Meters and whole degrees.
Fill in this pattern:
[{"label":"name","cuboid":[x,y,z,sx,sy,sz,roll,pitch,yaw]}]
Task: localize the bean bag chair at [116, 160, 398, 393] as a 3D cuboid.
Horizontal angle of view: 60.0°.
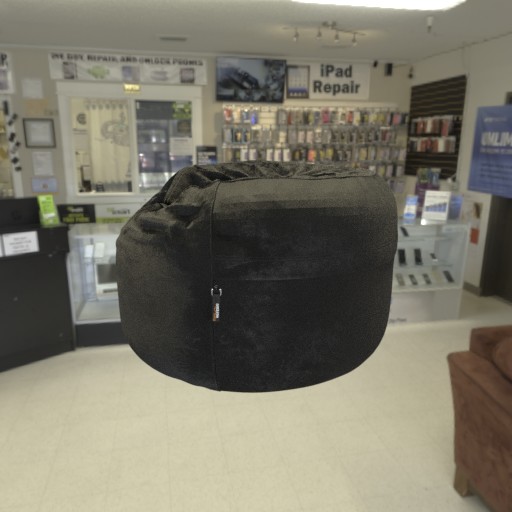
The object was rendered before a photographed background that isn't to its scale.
[{"label":"bean bag chair","cuboid":[0.000,0.000,1.509,0.918,0.605,0.918,0,15,0]}]
